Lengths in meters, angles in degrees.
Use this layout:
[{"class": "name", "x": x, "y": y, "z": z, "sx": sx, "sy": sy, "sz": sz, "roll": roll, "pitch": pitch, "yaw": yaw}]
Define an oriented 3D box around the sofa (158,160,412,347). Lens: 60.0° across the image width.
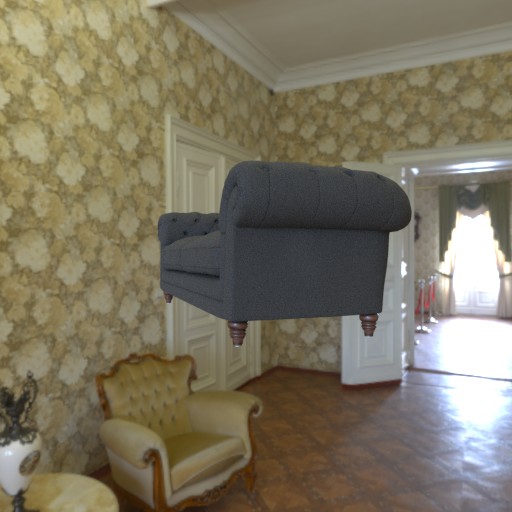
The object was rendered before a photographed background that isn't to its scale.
[{"class": "sofa", "x": 0.000, "y": 0.000, "z": 2.860, "sx": 0.991, "sy": 0.762, "sz": 2.362, "roll": 0, "pitch": 0, "yaw": -20}]
